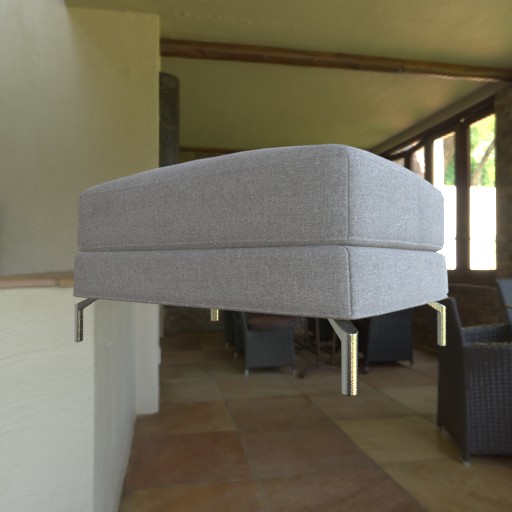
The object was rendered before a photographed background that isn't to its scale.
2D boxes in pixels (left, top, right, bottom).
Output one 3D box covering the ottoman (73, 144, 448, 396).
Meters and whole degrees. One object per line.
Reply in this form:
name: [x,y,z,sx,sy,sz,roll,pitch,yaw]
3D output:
ottoman: [0.000,0.000,1.165,0.838,0.457,0.584,-1,-1,37]
